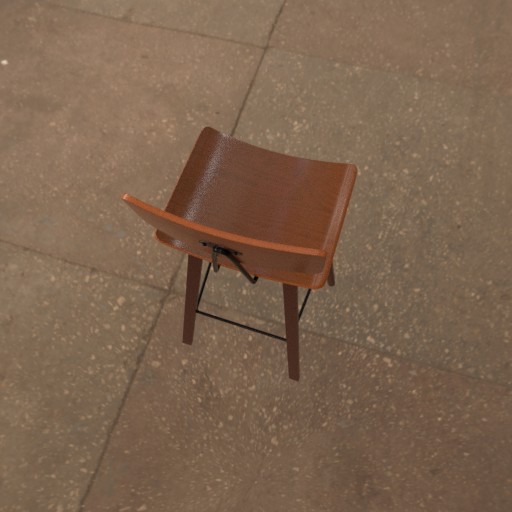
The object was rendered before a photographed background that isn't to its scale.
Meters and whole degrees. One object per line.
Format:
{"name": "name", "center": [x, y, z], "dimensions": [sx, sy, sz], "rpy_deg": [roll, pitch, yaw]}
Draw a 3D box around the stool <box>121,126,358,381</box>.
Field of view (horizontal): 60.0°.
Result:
{"name": "stool", "center": [0.000, 0.000, 1.250], "dimensions": [0.509, 0.969, 0.440], "rpy_deg": [17, 64, 8]}
